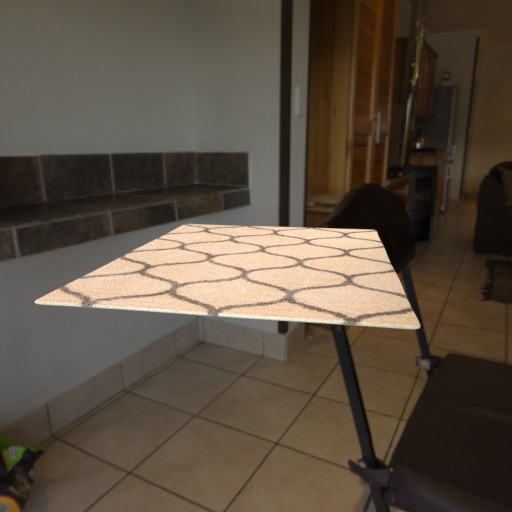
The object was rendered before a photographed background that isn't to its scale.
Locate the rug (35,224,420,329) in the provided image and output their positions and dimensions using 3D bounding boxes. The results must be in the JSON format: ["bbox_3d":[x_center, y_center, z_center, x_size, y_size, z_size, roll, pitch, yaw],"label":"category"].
[{"bbox_3d":[0.000,0.000,4.090,2.399,0.026,3.000,2,14,10],"label":"rug"}]
